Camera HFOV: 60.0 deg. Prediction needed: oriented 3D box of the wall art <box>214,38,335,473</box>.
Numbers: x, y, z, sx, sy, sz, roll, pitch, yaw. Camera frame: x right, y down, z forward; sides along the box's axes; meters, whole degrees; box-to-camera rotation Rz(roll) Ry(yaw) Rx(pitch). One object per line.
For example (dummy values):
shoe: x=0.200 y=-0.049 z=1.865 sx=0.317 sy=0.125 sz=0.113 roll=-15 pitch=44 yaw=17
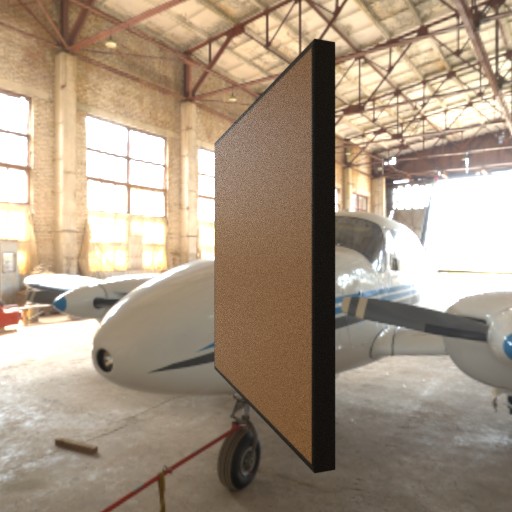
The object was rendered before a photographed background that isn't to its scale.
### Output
wall art: x=0.000 y=0.000 z=0.767 sx=0.028 sy=0.511 sz=0.513 roll=0 pitch=0 yaw=-19
